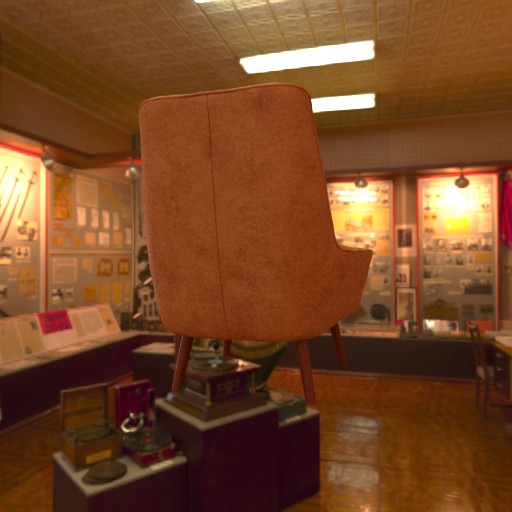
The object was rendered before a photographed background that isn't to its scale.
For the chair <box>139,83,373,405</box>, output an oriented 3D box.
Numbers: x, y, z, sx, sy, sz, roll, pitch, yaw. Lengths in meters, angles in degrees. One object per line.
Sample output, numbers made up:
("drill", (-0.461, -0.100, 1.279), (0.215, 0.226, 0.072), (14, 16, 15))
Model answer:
("chair", (0.000, 0.000, 1.543), (0.753, 0.883, 0.851), (0, 0, 17))
